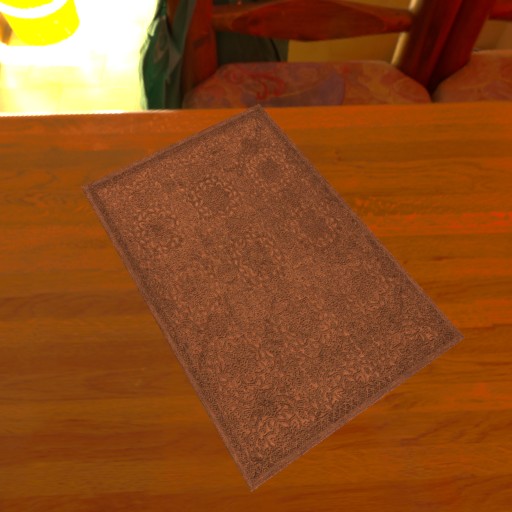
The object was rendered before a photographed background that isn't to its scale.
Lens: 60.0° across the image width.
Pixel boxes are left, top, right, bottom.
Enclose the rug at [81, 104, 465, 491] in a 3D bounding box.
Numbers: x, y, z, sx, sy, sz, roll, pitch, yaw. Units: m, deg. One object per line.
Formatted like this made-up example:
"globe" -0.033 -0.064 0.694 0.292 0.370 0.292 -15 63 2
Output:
"rug" 0.000 0.000 2.327 1.208 0.012 1.819 -29 66 -14
